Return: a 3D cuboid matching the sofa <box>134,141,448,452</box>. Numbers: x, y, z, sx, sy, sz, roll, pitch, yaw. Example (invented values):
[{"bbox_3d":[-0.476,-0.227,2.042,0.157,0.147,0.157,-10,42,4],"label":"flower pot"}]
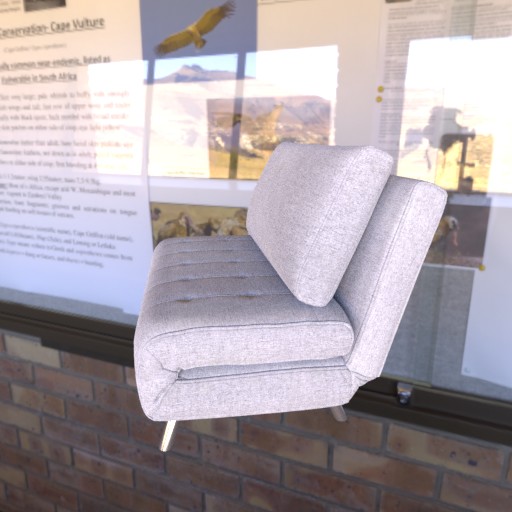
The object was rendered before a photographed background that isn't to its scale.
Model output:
[{"bbox_3d":[0.000,0.000,1.840,0.910,0.910,1.220,-2,15,-9],"label":"sofa"}]
